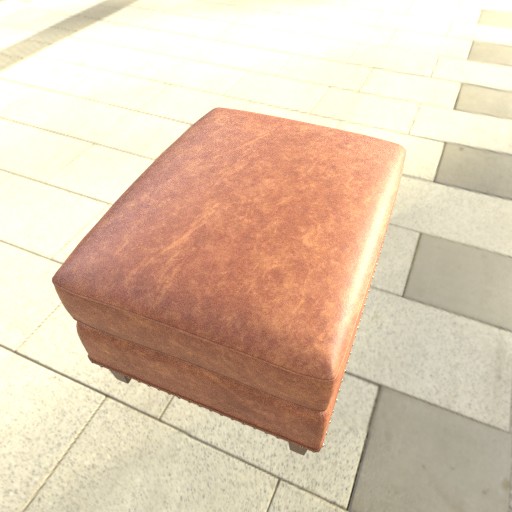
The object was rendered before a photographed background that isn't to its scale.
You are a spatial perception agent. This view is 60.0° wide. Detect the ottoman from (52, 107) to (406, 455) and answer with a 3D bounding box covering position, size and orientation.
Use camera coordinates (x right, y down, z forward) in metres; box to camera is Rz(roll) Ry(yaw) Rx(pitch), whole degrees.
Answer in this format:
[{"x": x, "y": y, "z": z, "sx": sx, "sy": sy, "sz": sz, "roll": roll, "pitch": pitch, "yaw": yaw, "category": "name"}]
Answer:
[{"x": 0.000, "y": 0.000, "z": 1.130, "sx": 0.586, "sy": 0.486, "sz": 0.742, "roll": 16, "pitch": 48, "yaw": 15, "category": "ottoman"}]
